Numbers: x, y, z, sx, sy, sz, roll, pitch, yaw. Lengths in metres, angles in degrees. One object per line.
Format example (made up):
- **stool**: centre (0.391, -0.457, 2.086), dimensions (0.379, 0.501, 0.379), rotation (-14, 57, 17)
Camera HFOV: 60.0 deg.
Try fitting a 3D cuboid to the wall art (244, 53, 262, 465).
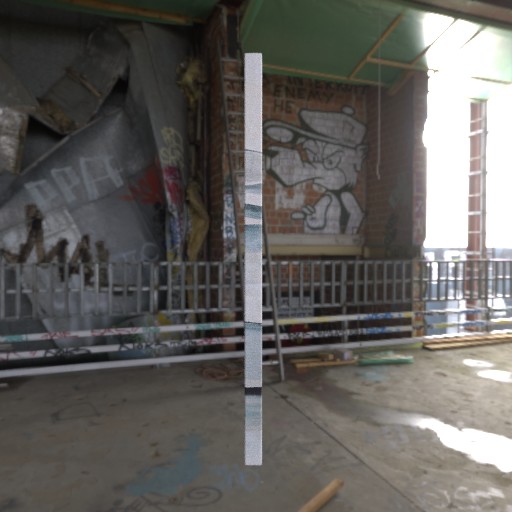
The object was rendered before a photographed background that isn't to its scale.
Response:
- **wall art**: centre (0.000, 0.000, 1.589), dimensions (0.039, 0.915, 1.219), rotation (0, 1, 1)
